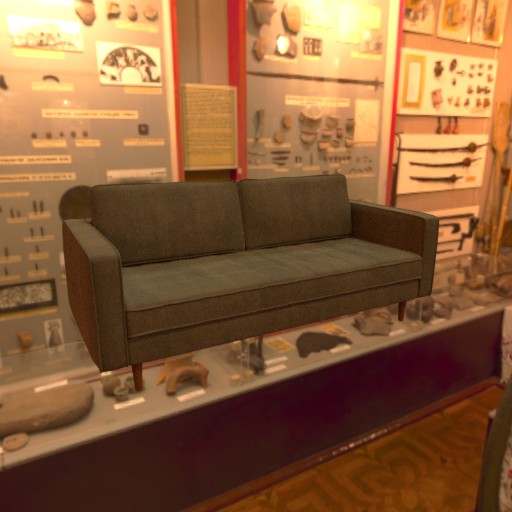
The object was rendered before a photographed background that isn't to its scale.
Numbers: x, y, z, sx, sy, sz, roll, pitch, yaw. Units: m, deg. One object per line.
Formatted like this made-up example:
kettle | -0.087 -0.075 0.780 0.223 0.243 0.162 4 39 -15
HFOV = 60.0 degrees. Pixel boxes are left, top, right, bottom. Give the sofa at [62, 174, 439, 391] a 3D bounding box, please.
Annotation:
sofa | 0.000 0.000 2.485 1.920 0.825 0.924 -8 16 -28
